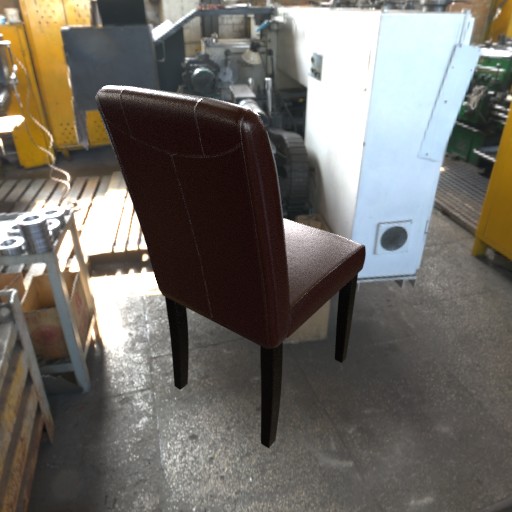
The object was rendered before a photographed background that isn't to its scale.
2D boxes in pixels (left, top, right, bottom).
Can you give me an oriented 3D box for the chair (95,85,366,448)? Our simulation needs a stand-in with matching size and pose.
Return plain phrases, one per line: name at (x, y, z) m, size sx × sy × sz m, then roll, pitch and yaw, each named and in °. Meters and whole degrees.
chair at (0.000, 0.000, 1.179) m, size 0.399 × 0.897 × 0.556 m, roll 21°, pitch 36°, yaw 32°
